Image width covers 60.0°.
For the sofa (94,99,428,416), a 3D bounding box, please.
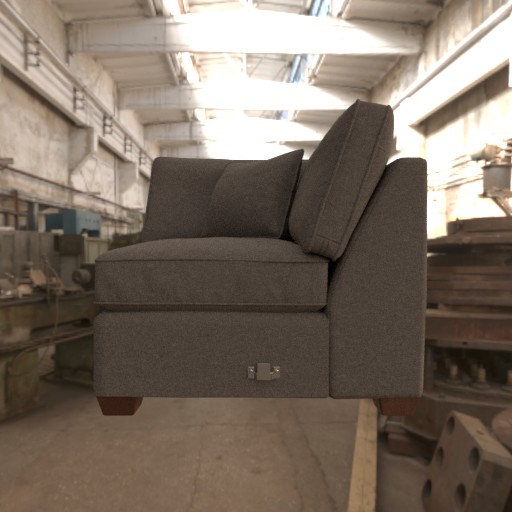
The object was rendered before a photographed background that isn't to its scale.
[{"bbox_3d":[0.000,0.000,1.915,1.084,1.002,1.146,0,2,0],"label":"sofa"}]
